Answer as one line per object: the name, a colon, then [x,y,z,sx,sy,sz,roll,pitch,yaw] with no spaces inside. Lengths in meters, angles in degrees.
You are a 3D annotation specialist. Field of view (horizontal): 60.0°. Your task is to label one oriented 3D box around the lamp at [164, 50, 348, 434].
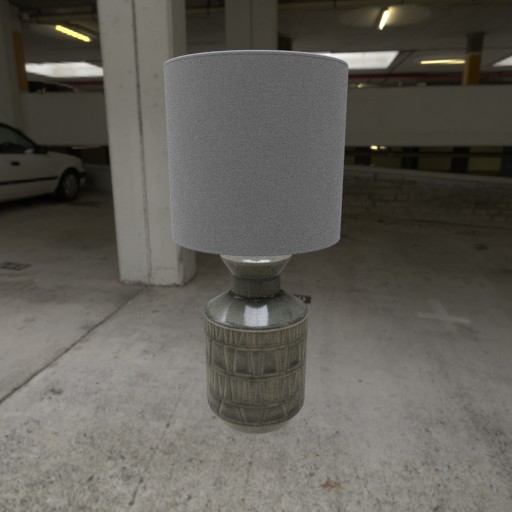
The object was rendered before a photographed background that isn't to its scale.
lamp: [0.000,0.000,0.575,0.211,0.455,0.211,2,15,9]
